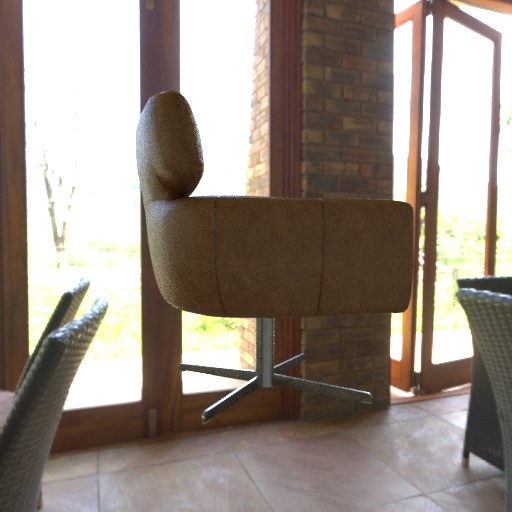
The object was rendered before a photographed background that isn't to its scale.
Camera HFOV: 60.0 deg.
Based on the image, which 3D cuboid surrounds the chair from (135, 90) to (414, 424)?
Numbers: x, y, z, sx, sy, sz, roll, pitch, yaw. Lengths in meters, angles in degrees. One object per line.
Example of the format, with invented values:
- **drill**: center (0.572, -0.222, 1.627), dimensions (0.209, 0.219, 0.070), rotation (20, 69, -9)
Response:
- **chair**: center (0.000, 0.000, 1.367), dimensions (0.715, 0.812, 0.706), rotation (-1, 2, -17)
